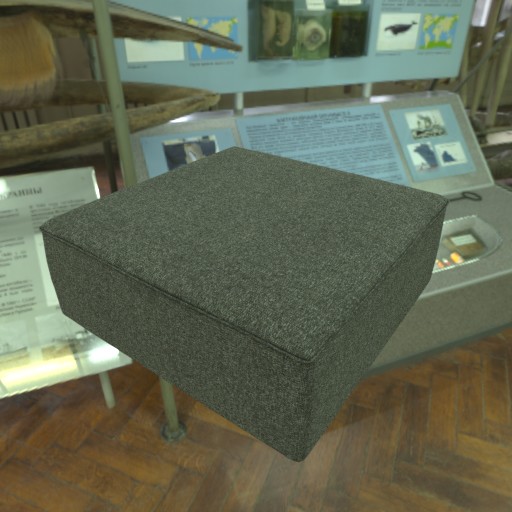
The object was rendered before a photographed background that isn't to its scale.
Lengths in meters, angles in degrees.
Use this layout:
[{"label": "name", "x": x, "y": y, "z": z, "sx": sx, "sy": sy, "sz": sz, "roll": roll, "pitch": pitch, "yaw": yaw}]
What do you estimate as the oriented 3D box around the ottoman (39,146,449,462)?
[{"label": "ottoman", "x": 0.000, "y": 0.000, "z": 1.574, "sx": 1.021, "sy": 0.423, "sz": 1.017, "roll": 21, "pitch": 37, "yaw": 31}]
